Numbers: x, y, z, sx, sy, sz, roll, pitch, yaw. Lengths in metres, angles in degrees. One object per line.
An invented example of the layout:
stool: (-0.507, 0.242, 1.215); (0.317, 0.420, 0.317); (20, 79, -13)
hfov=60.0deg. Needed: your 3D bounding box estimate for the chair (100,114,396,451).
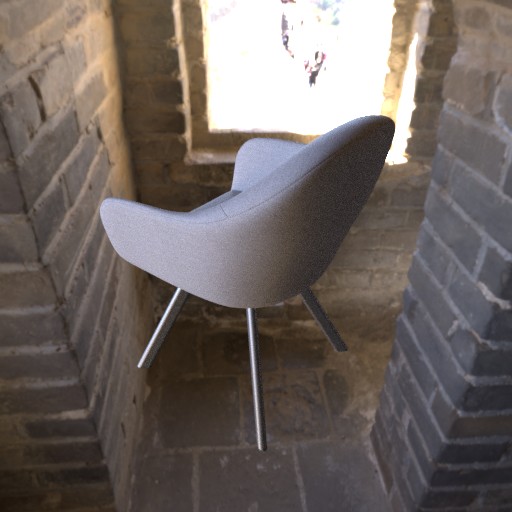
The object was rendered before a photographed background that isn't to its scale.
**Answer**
chair: (0.000, 0.000, 1.156); (0.570, 0.780, 0.540); (22, 38, 31)
